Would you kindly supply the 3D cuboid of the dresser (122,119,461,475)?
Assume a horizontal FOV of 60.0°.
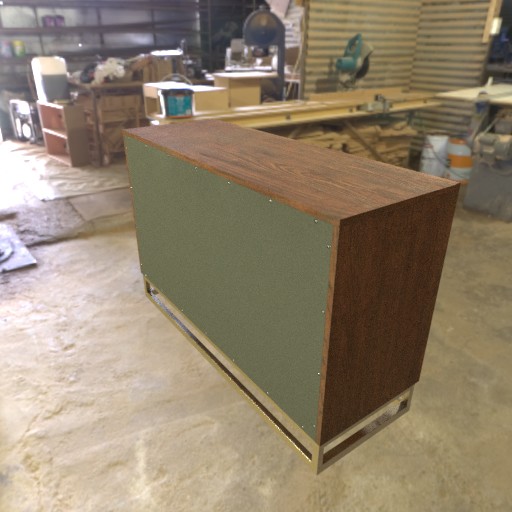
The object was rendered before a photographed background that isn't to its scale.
[{"bbox_3d":[0.000,0.000,2.218,0.623,1.061,1.646,-18,31,-32],"label":"dresser"}]
